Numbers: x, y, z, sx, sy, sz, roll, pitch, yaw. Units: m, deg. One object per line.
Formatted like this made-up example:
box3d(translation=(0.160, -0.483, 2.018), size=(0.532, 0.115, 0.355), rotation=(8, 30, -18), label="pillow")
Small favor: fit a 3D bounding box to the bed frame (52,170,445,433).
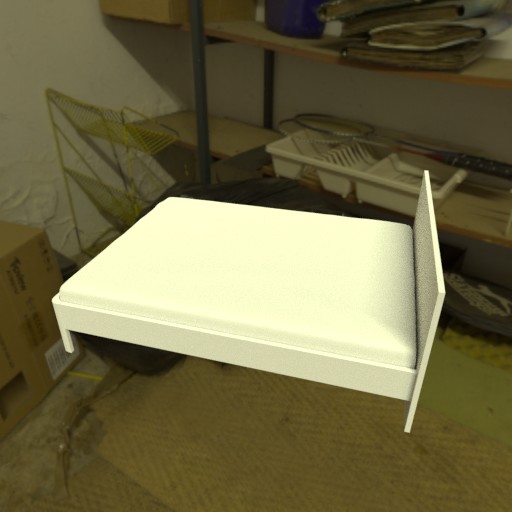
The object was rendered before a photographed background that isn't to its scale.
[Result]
box3d(translation=(0.000, 0.000, 2.760), size=(1.950, 0.800, 1.490), rotation=(8, 31, 14), label="bed frame")
